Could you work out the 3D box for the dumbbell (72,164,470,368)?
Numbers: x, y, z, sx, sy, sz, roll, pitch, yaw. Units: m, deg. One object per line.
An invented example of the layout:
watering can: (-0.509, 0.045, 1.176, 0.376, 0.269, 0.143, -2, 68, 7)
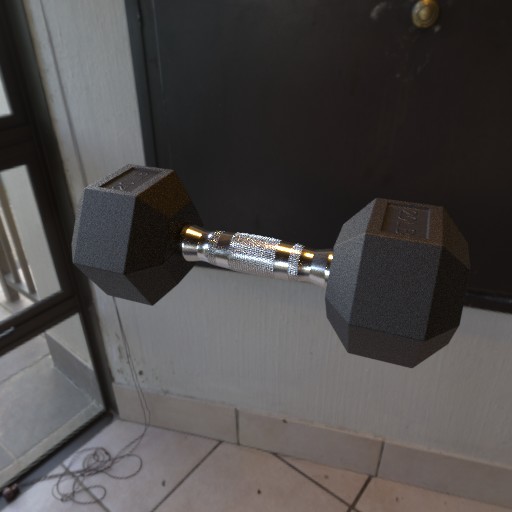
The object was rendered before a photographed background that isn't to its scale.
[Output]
dumbbell: (0.000, 0.000, 0.319, 0.272, 0.092, 0.106, 11, 33, 17)
